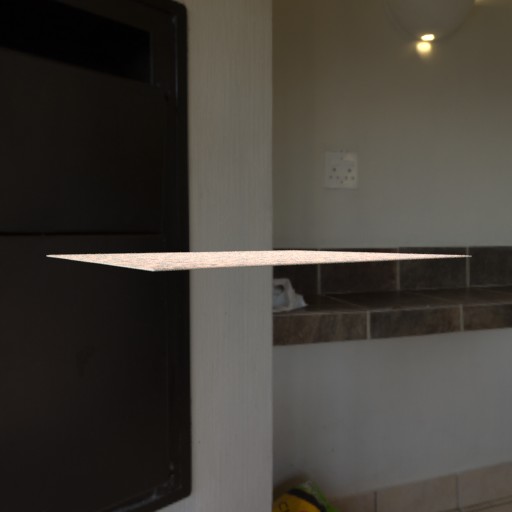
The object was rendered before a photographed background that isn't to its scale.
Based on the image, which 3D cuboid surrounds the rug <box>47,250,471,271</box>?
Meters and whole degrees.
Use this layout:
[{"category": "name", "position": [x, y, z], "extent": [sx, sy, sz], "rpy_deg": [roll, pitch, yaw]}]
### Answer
[{"category": "rug", "position": [0.000, 0.000, 3.960], "extent": [2.980, 0.012, 2.363], "rpy_deg": [-2, 3, -37]}]
